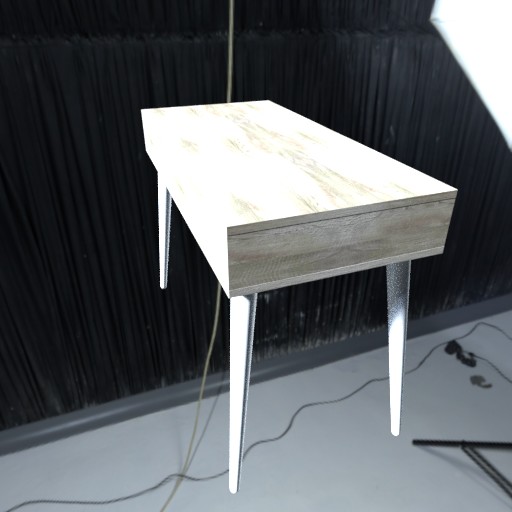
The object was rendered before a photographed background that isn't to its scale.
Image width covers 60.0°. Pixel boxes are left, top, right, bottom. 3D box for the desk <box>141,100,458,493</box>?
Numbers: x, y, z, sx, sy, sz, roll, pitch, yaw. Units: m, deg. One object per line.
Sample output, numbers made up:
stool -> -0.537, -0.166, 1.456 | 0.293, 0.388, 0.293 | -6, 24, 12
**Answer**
desk -> 0.000, 0.000, 1.366 | 0.491, 0.723, 0.979 | -11, 31, -18
